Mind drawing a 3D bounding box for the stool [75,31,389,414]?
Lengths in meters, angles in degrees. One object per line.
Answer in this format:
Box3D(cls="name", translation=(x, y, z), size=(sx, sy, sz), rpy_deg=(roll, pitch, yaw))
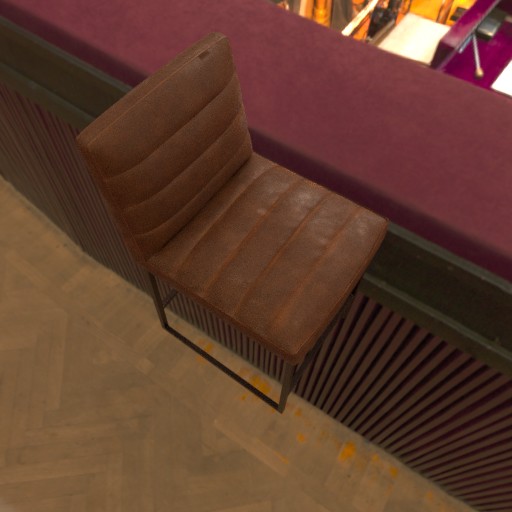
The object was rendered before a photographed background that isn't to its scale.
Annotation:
Box3D(cls="stool", translation=(0.000, 0.000, 1.242), size=(0.562, 0.942, 0.463), rpy_deg=(31, 63, 18))
